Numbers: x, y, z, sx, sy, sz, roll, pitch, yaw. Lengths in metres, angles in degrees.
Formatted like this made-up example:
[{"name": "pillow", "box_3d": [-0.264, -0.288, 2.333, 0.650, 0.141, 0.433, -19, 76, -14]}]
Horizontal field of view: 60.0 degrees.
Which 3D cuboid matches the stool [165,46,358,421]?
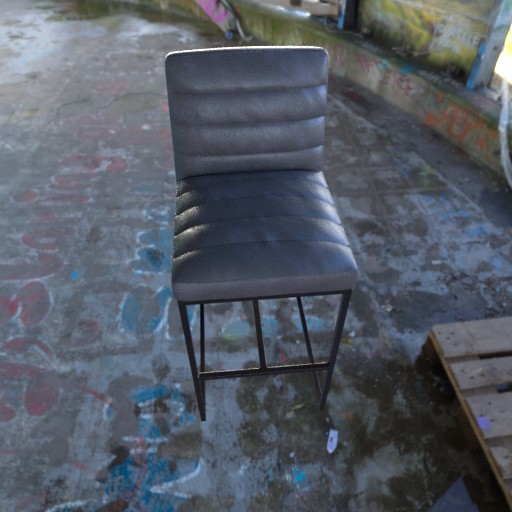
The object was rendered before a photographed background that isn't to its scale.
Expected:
[{"name": "stool", "box_3d": [0.000, 0.000, 1.380, 0.463, 1.065, 0.562, -4, 45, -4]}]
